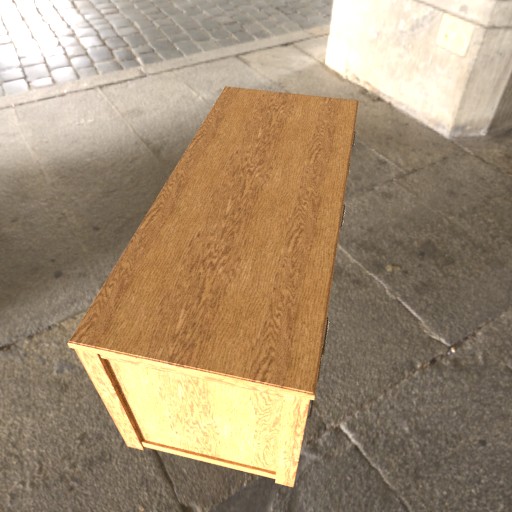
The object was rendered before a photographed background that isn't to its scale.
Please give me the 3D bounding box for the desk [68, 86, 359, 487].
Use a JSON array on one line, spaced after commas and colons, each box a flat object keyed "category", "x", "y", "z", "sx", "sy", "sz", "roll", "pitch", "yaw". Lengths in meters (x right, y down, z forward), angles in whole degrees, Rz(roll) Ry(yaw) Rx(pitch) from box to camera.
[{"category": "desk", "x": 0.000, "y": 0.000, "z": 1.944, "sx": 0.685, "sy": 0.751, "sz": 1.567, "roll": 9, "pitch": 47, "yaw": 9}]
